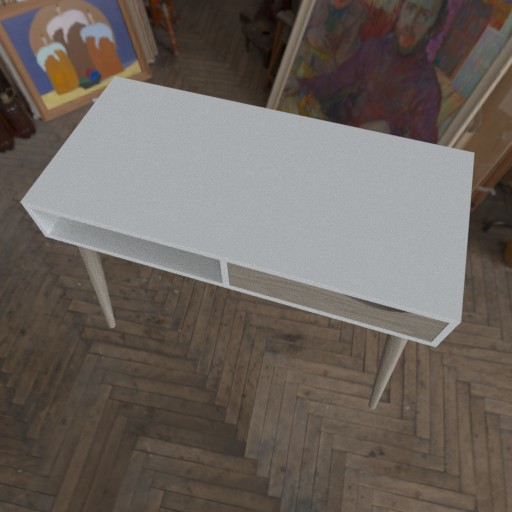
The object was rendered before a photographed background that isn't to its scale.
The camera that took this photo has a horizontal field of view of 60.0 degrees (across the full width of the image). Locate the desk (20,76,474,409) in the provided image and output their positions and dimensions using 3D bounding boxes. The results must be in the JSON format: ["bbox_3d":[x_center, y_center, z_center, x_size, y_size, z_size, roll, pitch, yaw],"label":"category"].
[{"bbox_3d":[0.000,0.000,1.359,0.979,0.723,0.491,15,60,9],"label":"desk"}]
